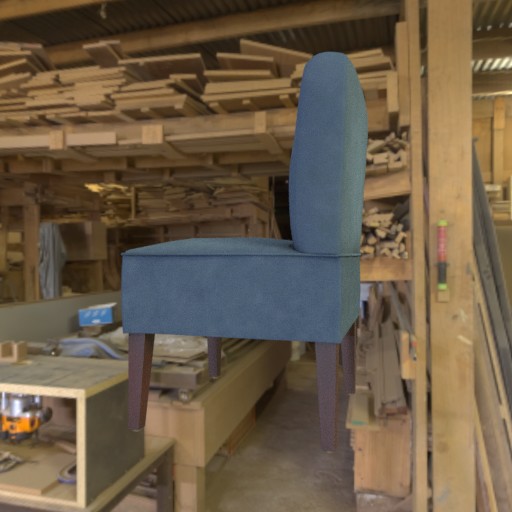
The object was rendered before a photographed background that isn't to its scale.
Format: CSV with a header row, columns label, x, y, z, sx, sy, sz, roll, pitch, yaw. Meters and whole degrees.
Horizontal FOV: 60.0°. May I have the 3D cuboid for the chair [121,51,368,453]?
label,x,y,z,sx,sy,sz,roll,pitch,yaw
chair,0.000,0.000,1.167,0.551,0.806,0.521,0,0,18
